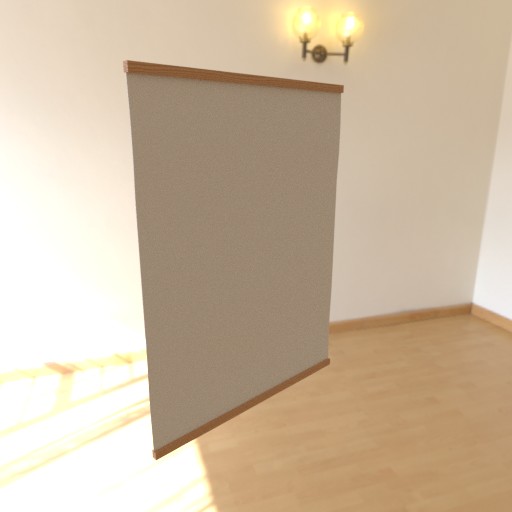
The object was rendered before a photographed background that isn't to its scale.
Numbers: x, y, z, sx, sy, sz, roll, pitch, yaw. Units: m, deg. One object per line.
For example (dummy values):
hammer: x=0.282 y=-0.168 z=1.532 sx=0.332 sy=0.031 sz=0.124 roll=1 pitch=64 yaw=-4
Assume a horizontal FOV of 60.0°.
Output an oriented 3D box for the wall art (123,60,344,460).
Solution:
wall art: x=0.000 y=0.000 z=0.799 sx=0.458 sy=0.605 sz=0.011 roll=-14 pitch=21 yaw=-41
